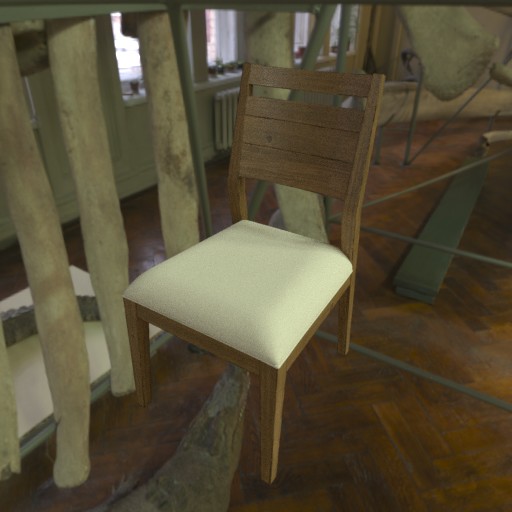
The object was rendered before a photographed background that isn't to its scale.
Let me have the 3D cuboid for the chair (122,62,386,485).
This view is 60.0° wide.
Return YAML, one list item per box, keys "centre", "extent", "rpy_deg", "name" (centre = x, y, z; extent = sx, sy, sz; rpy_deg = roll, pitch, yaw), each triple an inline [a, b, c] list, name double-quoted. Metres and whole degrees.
- centre: [0.000, 0.000, 1.261]
  extent: [0.497, 0.939, 0.610]
  rpy_deg: [18, 35, 28]
  name: "chair"
